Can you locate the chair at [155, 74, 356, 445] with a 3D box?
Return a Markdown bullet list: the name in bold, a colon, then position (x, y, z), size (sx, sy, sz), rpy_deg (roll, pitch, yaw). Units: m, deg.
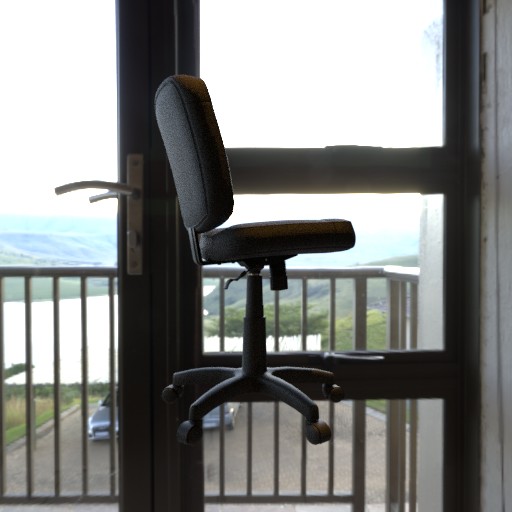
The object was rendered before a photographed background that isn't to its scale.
- **chair**: position (0.000, 0.000, 1.386), size (0.610, 0.972, 0.610), rpy_deg (0, 1, -19)
